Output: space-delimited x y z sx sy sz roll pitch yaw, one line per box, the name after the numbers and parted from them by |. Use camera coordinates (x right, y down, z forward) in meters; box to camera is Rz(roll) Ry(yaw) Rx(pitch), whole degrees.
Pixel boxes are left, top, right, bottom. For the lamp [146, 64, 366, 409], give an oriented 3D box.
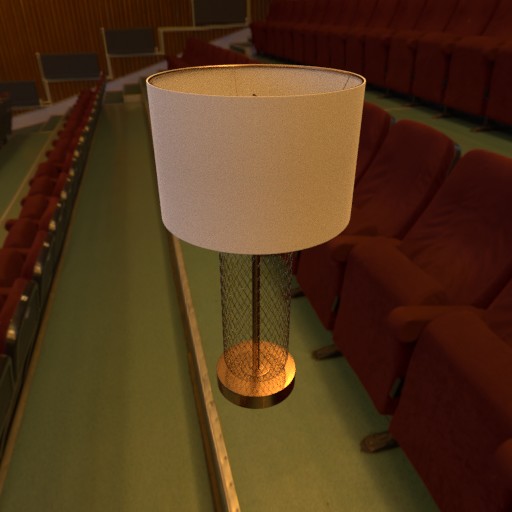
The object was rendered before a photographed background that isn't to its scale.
0.000 0.000 0.639 0.252 0.483 0.252 -8 31 -13 | lamp
